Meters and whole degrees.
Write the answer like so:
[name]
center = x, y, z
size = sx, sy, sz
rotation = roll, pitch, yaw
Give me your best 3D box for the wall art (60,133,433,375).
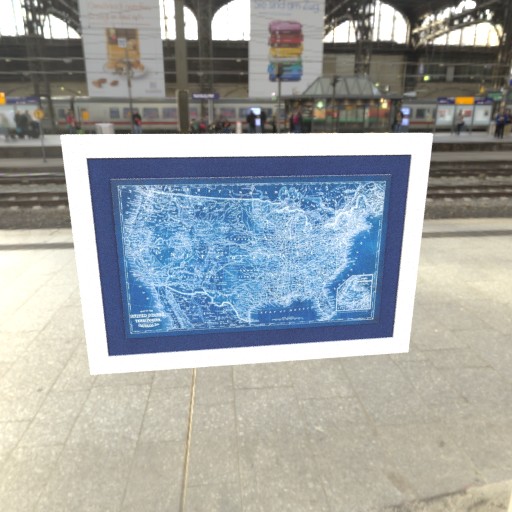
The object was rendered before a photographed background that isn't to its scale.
[wall art]
center = 0.000, 0.000, 1.702
size = 1.308, 0.902, 0.051
rotation = -2, 17, -7
